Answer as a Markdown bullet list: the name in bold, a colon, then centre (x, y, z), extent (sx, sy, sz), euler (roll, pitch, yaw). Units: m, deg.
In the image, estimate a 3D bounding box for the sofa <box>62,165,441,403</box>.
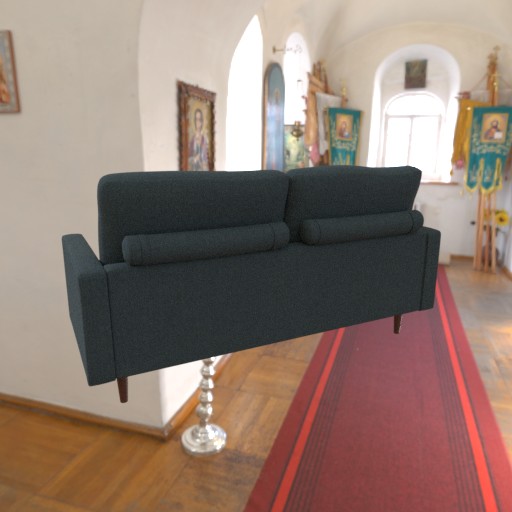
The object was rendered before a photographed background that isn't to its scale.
- **sofa**: centre (0.000, 0.000, 2.579), extent (2.010, 1.050, 0.966), euler (-7, 16, -26)
